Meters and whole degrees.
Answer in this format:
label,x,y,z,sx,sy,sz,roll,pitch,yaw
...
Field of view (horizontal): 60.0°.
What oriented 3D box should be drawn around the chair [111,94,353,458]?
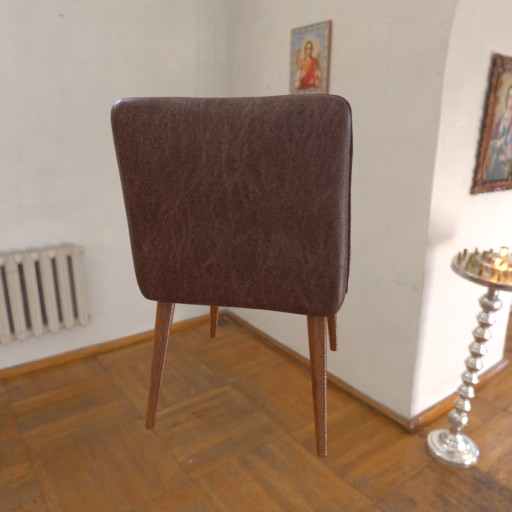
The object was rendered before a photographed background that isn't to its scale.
label,x,y,z,sx,sy,sz,roll,pitch,yaw
chair,0.000,0.000,1.223,0.543,0.803,0.645,2,17,8
